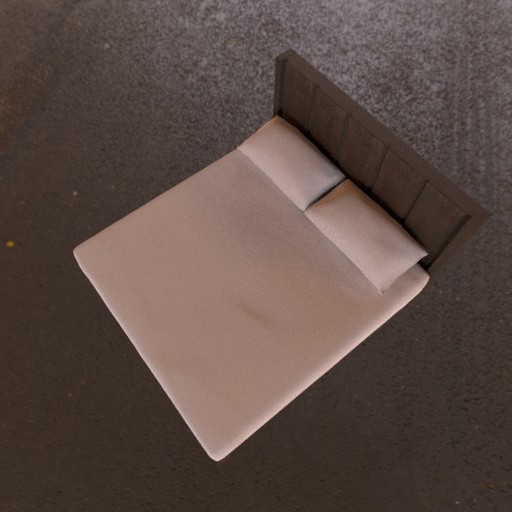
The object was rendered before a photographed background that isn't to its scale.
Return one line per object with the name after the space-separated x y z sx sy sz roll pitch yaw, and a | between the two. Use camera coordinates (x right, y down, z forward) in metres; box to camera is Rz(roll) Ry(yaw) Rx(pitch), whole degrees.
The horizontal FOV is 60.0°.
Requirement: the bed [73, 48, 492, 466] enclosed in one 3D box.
0.000 0.000 3.050 1.992 1.261 1.735 -35 68 -16 | bed
